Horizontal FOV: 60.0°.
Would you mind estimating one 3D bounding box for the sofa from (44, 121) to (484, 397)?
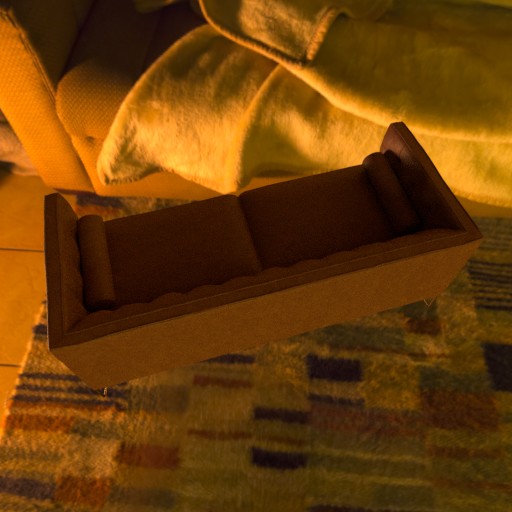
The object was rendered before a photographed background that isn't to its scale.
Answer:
[{"bbox_3d":[0.000,0.000,2.544,2.079,0.798,0.912,-14,59,-9],"label":"sofa"}]
